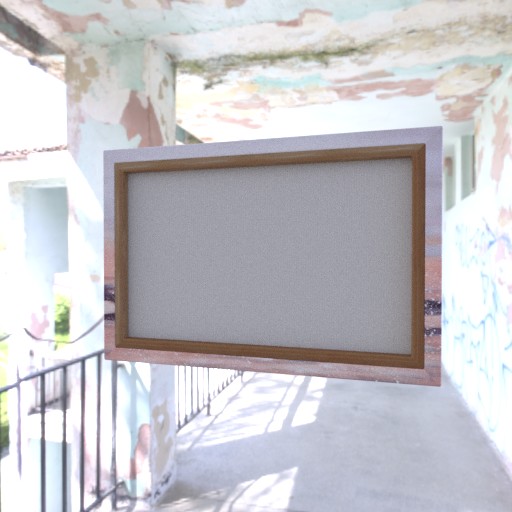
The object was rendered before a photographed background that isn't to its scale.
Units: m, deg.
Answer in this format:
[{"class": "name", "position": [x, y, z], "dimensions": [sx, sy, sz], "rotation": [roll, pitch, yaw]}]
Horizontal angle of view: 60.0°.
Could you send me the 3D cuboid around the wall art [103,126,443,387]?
[{"class": "wall art", "position": [0.000, 0.000, 1.177], "dimensions": [0.913, 0.609, 0.038], "rotation": [0, 1, 16]}]
